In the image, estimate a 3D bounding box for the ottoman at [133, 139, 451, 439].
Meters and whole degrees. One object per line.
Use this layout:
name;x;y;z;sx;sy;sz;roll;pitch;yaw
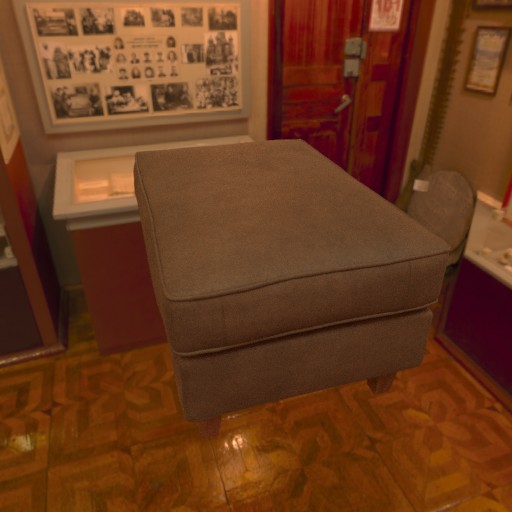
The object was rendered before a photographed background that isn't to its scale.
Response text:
ottoman;0.000;0.000;1.248;0.596;0.481;0.860;-9;32;-15
